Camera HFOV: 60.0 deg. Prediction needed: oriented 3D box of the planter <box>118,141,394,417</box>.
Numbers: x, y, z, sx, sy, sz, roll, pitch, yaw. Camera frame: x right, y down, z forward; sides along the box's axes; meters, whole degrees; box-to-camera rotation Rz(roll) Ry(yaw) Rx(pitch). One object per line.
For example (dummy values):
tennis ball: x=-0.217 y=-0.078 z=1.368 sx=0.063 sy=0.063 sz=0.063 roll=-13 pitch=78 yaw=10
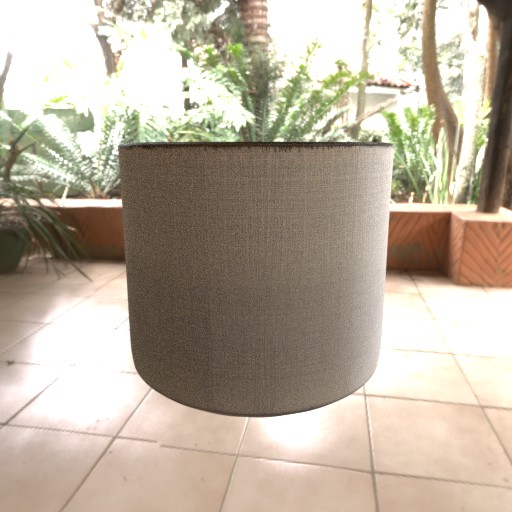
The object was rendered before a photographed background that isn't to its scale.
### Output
planter: x=0.000 y=0.000 z=0.445 sx=0.254 sy=0.221 sz=0.254 roll=0 pitch=15 yaw=0
